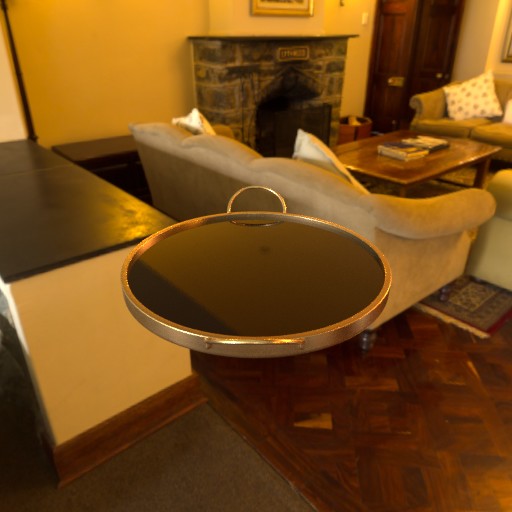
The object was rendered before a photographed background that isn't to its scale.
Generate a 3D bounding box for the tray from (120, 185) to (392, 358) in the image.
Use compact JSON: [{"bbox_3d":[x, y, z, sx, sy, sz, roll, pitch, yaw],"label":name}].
[{"bbox_3d":[0.000,0.000,0.739,0.438,0.069,0.543,0,27,0],"label":"tray"}]
